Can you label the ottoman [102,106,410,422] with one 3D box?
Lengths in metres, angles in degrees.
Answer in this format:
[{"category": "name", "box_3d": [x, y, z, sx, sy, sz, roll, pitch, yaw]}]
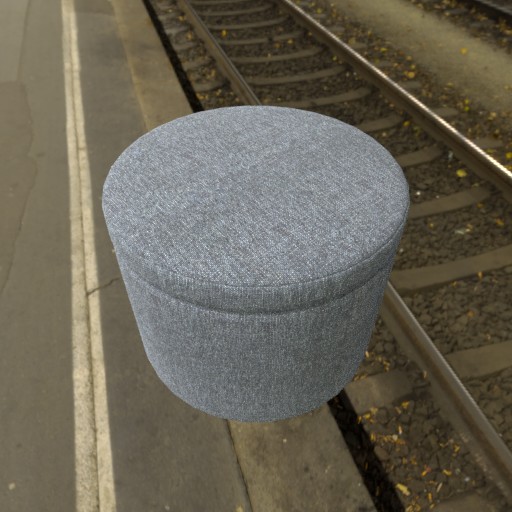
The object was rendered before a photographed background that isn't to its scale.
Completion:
[{"category": "ottoman", "box_3d": [0.000, 0.000, 0.864, 0.500, 0.419, 0.500, 0, 45, 0]}]
